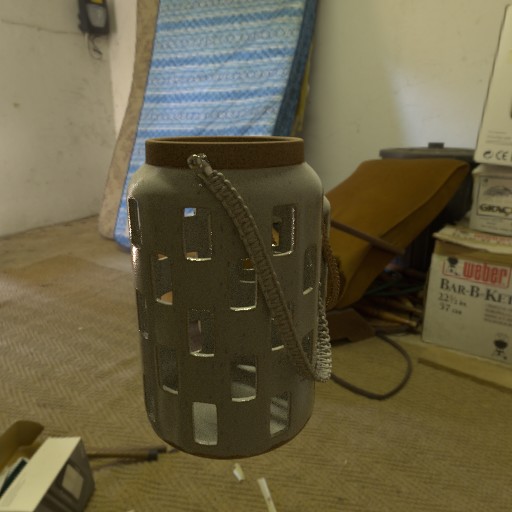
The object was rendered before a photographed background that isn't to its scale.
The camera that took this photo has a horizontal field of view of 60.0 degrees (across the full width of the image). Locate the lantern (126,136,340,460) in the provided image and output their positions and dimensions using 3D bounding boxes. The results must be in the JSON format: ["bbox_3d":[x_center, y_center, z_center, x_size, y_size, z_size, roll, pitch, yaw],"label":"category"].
[{"bbox_3d":[0.000,0.000,0.484,0.184,0.255,0.347,3,18,11],"label":"lantern"}]
